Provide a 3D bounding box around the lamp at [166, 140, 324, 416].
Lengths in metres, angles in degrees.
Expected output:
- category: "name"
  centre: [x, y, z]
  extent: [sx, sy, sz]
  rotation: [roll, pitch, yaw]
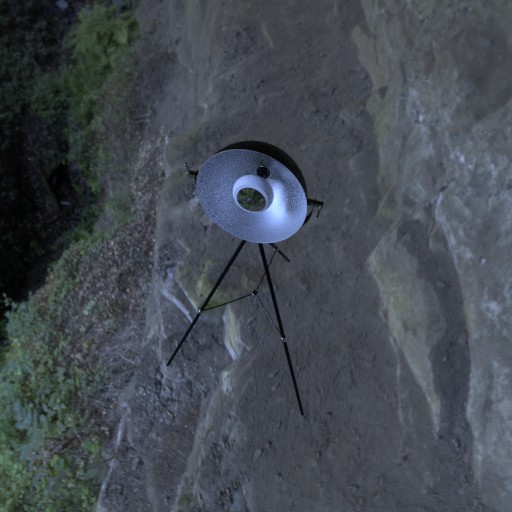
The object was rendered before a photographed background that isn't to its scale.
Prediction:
- category: "lamp"
  centre: [0.000, 0.000, 2.032]
  extent: [0.817, 1.512, 0.920]
  rotation: [15, 60, 9]
